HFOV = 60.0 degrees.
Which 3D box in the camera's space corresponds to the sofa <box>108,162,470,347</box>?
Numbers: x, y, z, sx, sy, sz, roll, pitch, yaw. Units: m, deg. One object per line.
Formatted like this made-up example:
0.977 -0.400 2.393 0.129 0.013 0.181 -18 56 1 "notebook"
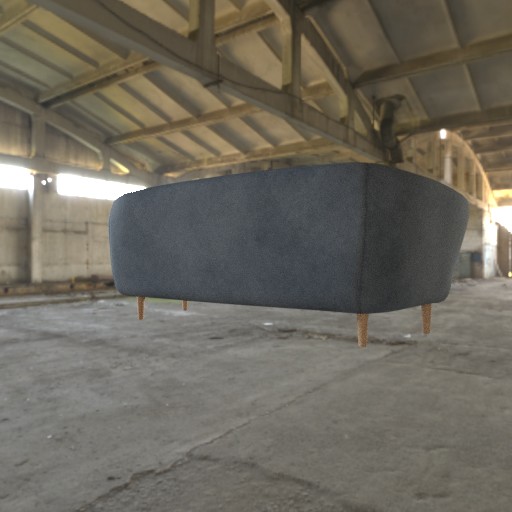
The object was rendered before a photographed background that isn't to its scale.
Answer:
0.000 0.000 2.532 2.095 0.795 0.849 0 0 36 "sofa"
